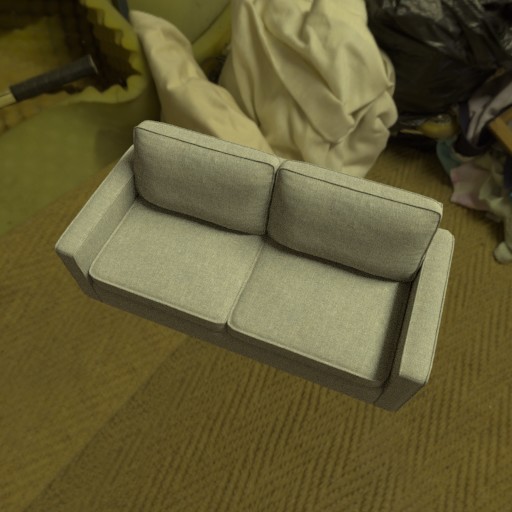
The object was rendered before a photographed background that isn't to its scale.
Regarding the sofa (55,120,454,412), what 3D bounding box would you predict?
[{"bbox_3d":[0.000,0.000,2.585,2.078,0.918,0.945,18,59,11],"label":"sofa"}]
